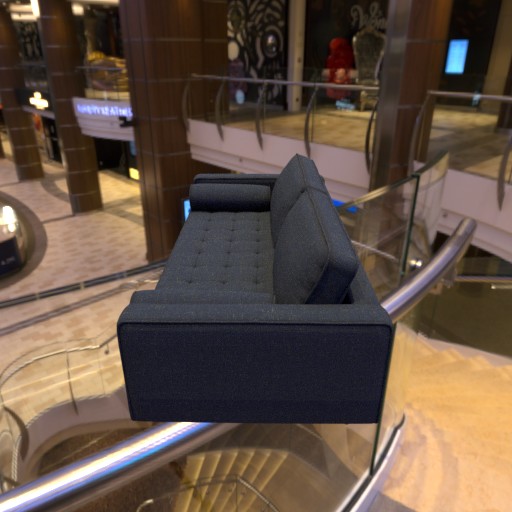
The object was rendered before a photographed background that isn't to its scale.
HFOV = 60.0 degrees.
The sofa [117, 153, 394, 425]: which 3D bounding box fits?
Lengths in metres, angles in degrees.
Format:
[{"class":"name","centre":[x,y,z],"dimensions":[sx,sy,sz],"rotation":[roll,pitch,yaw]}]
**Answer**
[{"class":"sofa","centre":[0.000,0.000,2.323],"dimensions":[0.914,0.762,1.880],"rotation":[0,25,1]}]
